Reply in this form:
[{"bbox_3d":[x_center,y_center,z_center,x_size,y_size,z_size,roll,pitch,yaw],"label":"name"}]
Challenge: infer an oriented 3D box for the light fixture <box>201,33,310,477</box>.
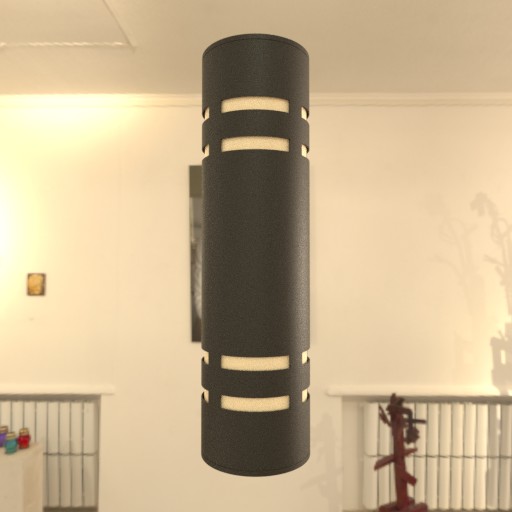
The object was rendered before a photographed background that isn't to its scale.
[{"bbox_3d":[0.000,0.000,0.403,0.105,0.330,0.149,0,-1,1],"label":"light fixture"}]
